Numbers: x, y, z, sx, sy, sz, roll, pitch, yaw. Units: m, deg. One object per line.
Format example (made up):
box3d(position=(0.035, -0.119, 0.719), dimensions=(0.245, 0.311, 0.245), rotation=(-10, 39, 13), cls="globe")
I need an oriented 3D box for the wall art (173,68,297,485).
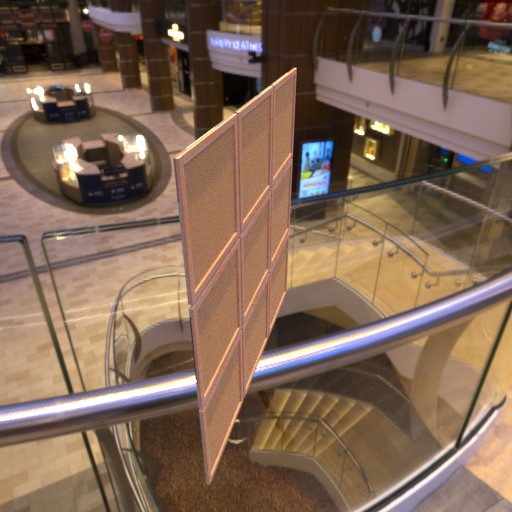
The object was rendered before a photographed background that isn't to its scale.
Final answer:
box3d(position=(0.000, 0.000, 1.771), dimensions=(0.013, 1.220, 1.216), rotation=(9, 33, 14), cls="wall art")
